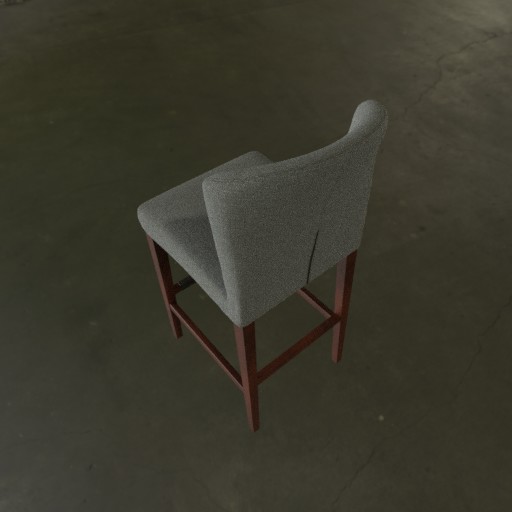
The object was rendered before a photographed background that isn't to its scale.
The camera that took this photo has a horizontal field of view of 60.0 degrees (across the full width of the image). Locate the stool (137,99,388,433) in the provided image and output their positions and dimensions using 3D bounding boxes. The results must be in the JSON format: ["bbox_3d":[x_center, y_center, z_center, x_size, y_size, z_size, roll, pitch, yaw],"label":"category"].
[{"bbox_3d":[0.000,0.000,1.368,0.486,1.069,0.568,-32,55,-26],"label":"stool"}]
